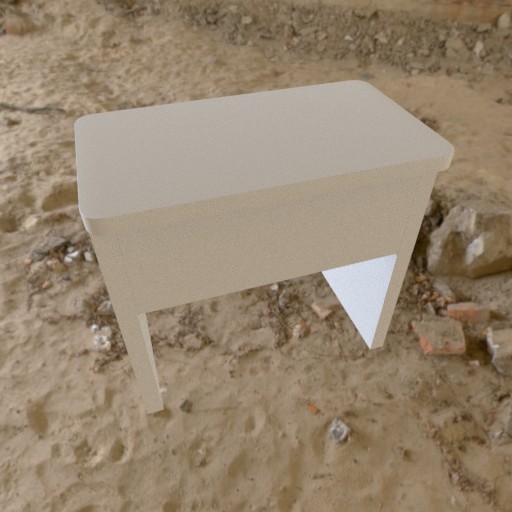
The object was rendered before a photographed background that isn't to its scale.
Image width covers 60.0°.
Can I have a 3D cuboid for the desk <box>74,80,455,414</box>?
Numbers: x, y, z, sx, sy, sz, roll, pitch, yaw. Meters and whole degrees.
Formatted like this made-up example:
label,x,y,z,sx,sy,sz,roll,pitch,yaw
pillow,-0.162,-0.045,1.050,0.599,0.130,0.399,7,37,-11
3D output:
label,x,y,z,sx,sy,sz,roll,pitch,yaw
desk,0.000,0.000,1.272,0.790,0.760,0.446,-12,44,-13
